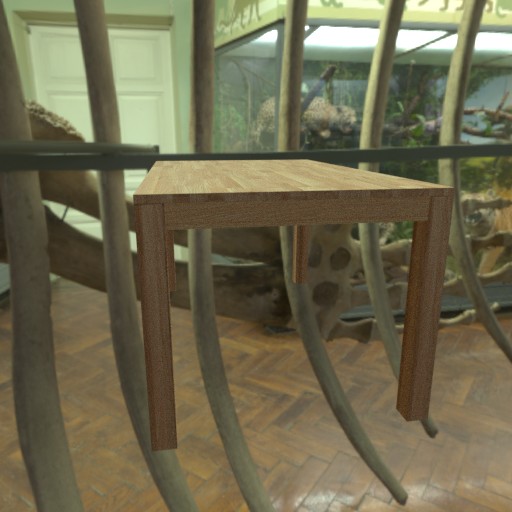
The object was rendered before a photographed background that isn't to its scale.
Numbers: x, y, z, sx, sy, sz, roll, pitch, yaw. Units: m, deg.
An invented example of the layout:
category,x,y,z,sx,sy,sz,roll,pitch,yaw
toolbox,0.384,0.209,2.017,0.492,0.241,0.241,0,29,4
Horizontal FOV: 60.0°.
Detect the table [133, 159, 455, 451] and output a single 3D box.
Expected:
category,x,y,z,sx,sy,sz,roll,pitch,yaw
table,0.000,0.000,2.015,0.900,0.770,1.500,-3,16,-10
